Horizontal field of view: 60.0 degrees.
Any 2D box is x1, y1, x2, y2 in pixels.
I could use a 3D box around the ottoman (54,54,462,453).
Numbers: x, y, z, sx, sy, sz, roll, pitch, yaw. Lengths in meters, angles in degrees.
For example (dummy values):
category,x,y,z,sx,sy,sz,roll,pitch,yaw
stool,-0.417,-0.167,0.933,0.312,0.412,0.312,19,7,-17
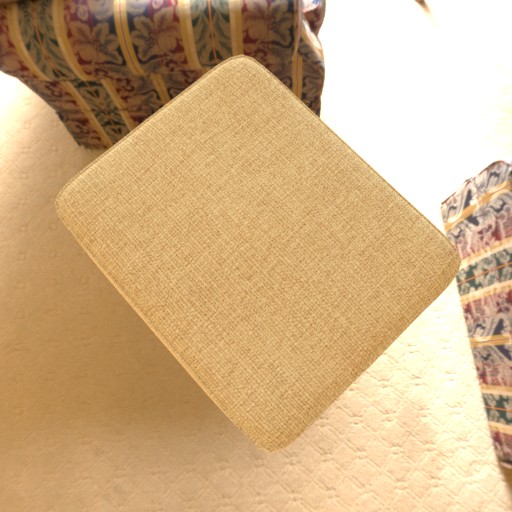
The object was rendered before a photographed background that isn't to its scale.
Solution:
category,x,y,z,sx,sy,sz,roll,pitch,yaw
ottoman,0.000,0.000,1.123,0.589,0.537,0.738,-42,79,-10
